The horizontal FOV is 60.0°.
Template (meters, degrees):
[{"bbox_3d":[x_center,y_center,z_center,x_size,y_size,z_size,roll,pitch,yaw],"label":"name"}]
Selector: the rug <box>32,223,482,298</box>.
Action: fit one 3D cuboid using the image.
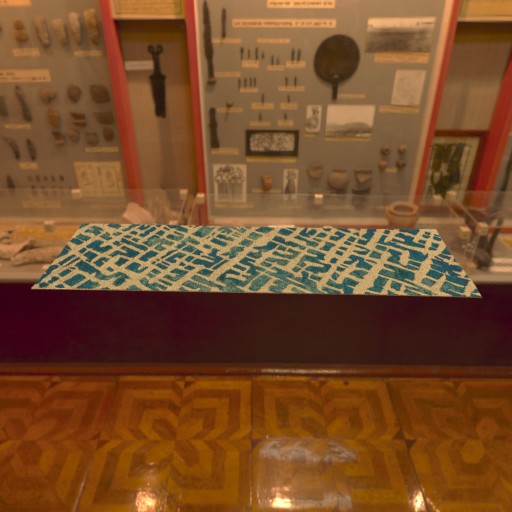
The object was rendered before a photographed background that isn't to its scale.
[{"bbox_3d":[0.000,0.000,2.727,2.446,0.011,0.768,1,32,2],"label":"rug"}]
